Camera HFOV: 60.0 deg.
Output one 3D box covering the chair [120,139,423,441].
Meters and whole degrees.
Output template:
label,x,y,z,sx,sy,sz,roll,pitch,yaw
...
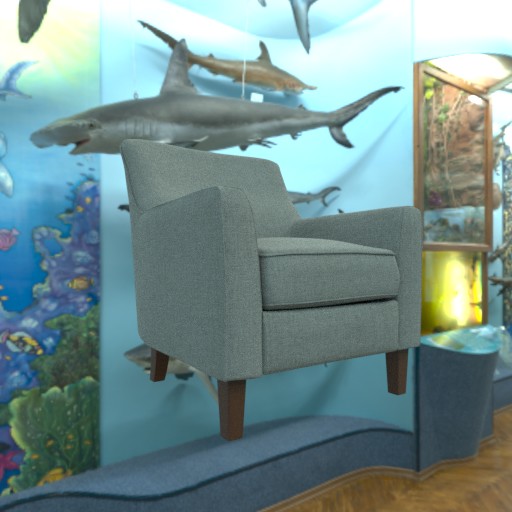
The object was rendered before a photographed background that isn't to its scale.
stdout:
label,x,y,z,sx,sy,sz,roll,pitch,yaw
chair,0.000,0.000,1.820,0.887,1.047,0.993,0,0,-35
